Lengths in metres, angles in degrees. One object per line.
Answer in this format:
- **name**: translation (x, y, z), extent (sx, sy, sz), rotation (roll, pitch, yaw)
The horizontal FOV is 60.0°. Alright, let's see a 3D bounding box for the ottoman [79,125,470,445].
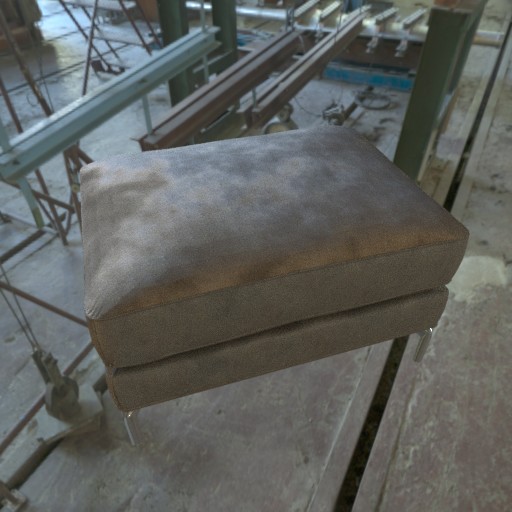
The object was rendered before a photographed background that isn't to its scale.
- **ottoman**: translation (0.000, 0.000, 1.045), extent (0.719, 0.456, 0.520), rotation (-12, 42, -13)
